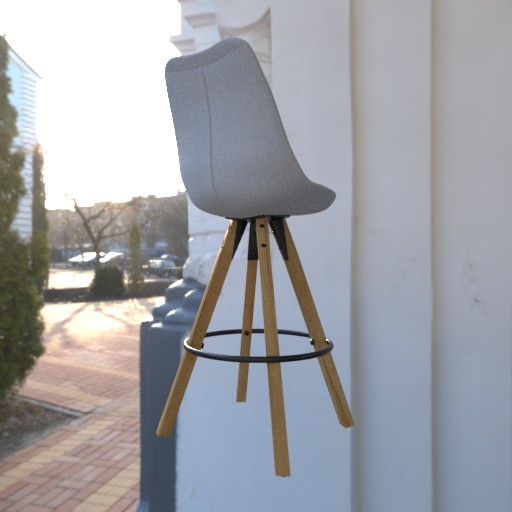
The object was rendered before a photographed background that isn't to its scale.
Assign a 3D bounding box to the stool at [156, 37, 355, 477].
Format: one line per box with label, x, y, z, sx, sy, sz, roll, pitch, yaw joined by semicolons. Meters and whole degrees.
stool;0.000;0.000;1.404;0.484;1.115;0.550;0;0;35
